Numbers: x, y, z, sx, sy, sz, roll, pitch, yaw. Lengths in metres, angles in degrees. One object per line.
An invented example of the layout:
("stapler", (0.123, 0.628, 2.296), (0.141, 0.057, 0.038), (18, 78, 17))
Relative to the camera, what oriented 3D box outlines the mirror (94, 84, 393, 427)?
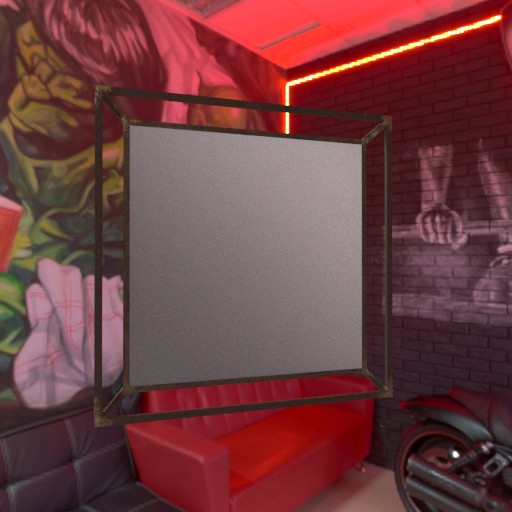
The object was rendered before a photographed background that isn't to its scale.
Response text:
("mirror", (0.000, 0.000, 0.892), (0.610, 0.610, 0.032), (0, 0, -17))
